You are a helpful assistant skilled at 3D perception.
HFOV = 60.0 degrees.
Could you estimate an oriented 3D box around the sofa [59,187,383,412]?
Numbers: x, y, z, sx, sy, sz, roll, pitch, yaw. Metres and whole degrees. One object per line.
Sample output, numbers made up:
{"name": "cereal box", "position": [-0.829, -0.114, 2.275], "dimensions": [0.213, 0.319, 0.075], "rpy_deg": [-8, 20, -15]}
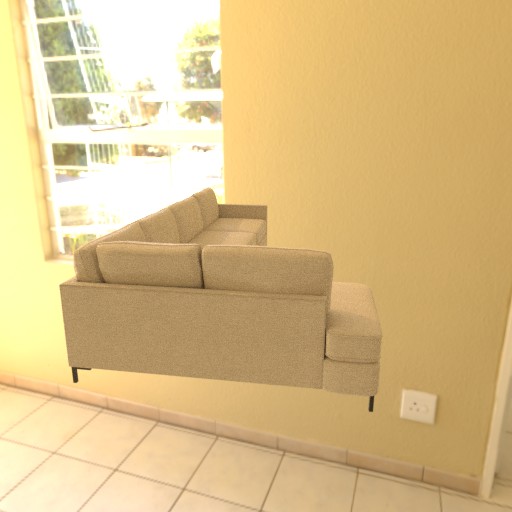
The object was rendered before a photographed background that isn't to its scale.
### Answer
{"name": "sofa", "position": [0.000, 0.000, 4.326], "dimensions": [2.048, 0.996, 3.384], "rpy_deg": [3, 16, 9]}
